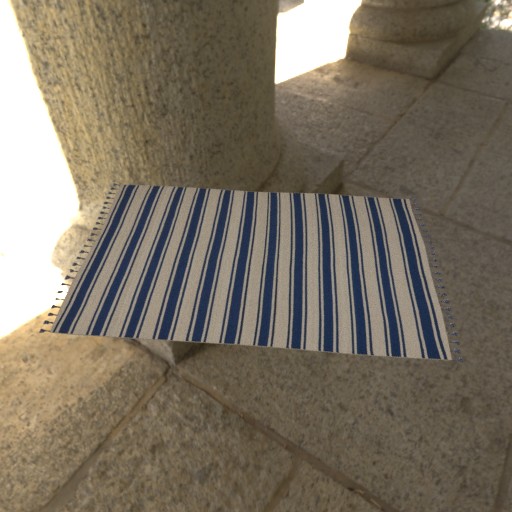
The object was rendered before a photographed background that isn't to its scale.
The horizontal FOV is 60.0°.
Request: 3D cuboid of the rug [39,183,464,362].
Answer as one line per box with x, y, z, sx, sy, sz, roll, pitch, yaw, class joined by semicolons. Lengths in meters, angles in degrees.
0.000;0.000;2.594;2.108;0.009;1.248;3;46;3;rug
